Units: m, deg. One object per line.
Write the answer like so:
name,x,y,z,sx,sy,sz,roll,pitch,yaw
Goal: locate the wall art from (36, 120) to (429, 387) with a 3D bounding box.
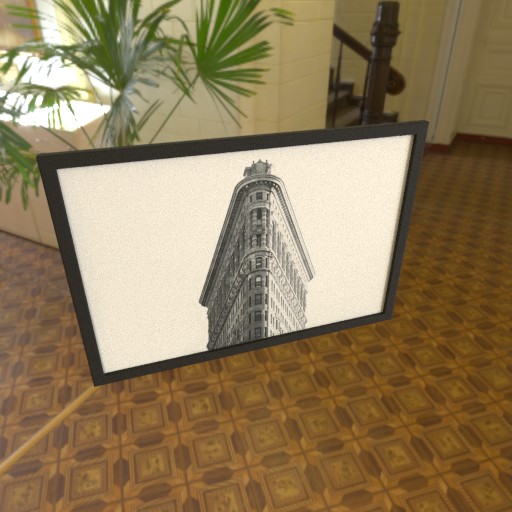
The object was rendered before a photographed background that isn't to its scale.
wall art,0.000,0.000,1.219,0.964,0.659,0.049,-9,31,-15
